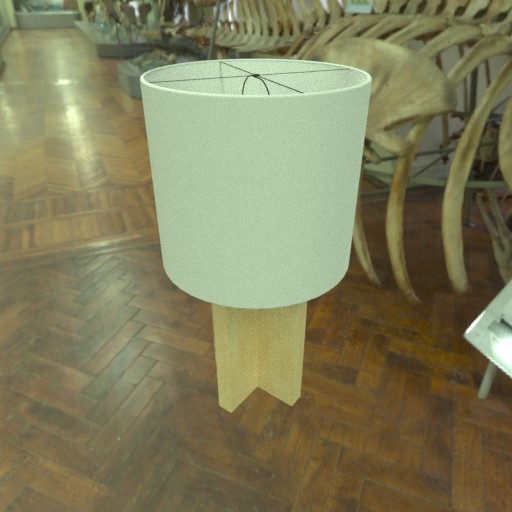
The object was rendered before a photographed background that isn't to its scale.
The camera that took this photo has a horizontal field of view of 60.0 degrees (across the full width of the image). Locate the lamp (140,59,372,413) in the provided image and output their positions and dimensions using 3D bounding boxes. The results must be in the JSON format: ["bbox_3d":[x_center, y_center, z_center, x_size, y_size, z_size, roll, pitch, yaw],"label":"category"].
[{"bbox_3d":[0.000,0.000,0.555,0.229,0.428,0.229,21,37,31],"label":"lamp"}]
